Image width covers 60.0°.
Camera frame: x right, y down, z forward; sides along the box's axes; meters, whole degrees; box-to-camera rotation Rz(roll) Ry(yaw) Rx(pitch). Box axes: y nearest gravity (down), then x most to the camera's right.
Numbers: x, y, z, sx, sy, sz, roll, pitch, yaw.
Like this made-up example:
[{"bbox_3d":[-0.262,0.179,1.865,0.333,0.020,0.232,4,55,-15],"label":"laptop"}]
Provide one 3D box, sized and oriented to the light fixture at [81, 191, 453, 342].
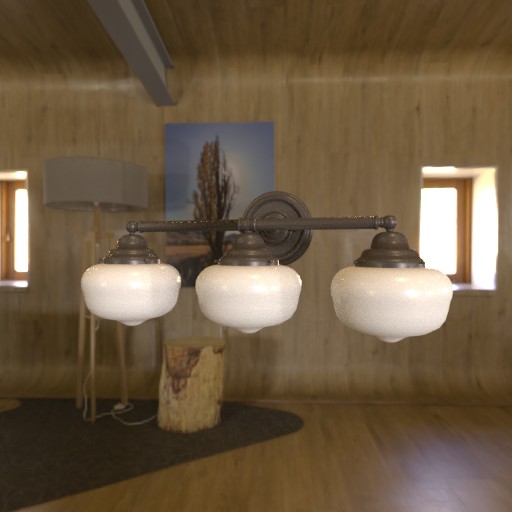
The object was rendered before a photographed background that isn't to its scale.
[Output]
[{"bbox_3d":[0.000,0.000,0.728,0.587,0.242,0.239,0,1,18],"label":"light fixture"}]
